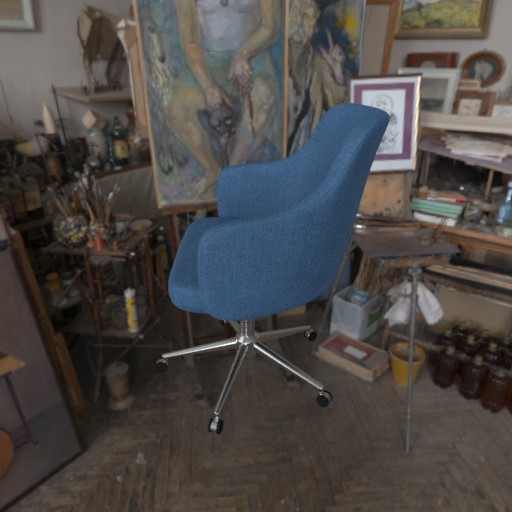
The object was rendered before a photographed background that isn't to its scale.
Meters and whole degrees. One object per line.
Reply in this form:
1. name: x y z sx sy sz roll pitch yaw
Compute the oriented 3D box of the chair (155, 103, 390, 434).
1. chair: 0.000 0.000 1.290 0.655 0.820 0.599 0 25 0
